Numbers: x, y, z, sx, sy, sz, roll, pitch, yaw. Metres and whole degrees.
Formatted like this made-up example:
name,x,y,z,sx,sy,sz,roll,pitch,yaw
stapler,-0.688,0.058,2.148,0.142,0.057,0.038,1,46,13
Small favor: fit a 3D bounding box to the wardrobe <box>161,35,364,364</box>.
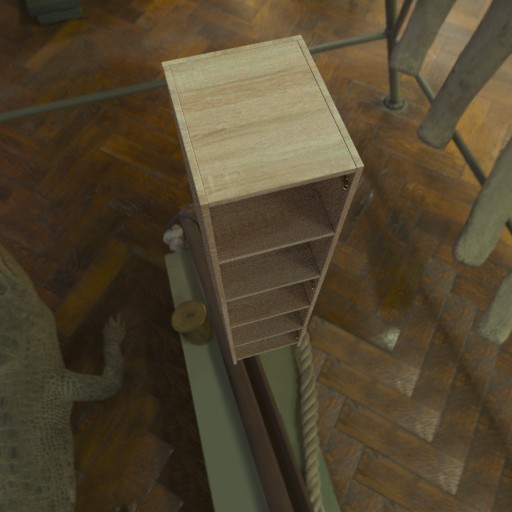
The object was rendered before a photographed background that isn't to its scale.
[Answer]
name,x,y,z,sx,sy,sz,roll,pitch,yaw
wardrobe,0.000,0.000,2.351,0.496,2.117,0.588,-14,65,-7
